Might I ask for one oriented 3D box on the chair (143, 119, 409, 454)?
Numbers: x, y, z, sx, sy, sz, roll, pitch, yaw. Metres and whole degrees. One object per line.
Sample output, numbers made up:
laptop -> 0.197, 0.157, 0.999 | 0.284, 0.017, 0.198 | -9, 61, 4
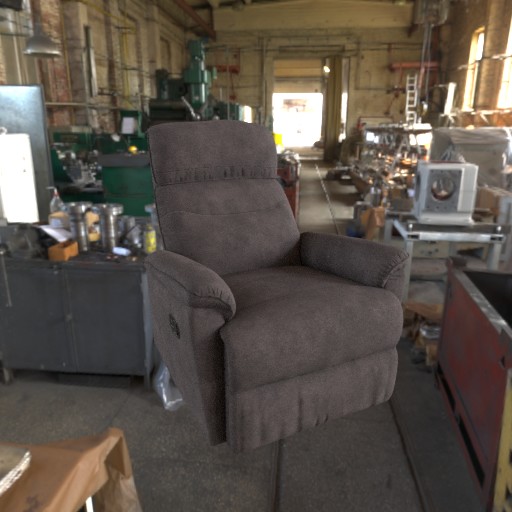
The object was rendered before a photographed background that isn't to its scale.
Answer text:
chair -> 0.000, 0.000, 1.740 | 0.830, 1.035, 1.009 | -8, 18, -26
